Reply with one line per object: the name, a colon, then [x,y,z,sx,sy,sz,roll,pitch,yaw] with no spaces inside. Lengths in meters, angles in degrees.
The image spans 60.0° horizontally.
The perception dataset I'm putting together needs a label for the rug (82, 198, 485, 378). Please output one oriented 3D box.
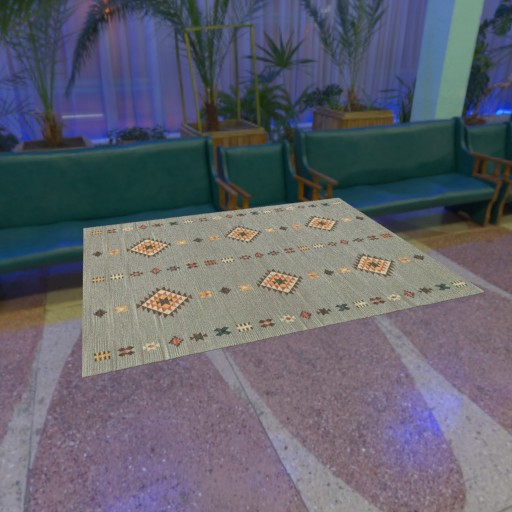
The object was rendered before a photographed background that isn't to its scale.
rug: [0.000,0.000,4.120,3.035,0.008,2.425,-9,28,-17]
